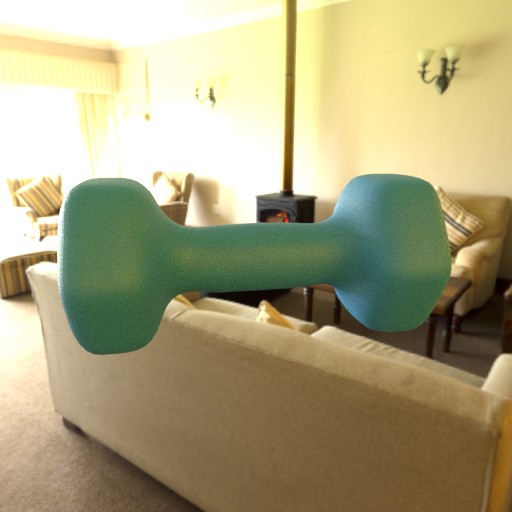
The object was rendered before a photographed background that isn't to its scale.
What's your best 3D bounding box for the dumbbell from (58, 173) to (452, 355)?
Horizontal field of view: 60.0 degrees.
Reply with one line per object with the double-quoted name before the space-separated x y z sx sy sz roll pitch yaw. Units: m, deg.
"dumbbell" 0.000 0.000 0.188 0.152 0.066 0.074 -2 15 -9
